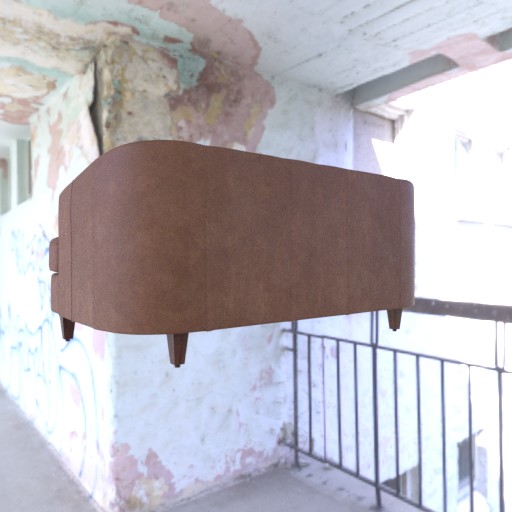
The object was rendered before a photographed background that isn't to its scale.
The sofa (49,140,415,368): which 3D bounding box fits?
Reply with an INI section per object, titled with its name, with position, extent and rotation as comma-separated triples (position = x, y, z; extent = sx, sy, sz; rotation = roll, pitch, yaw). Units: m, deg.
[sofa]
position = 0.000, 0.000, 2.226
extent = 1.755, 0.786, 0.914
rotation = 0, 0, -37
